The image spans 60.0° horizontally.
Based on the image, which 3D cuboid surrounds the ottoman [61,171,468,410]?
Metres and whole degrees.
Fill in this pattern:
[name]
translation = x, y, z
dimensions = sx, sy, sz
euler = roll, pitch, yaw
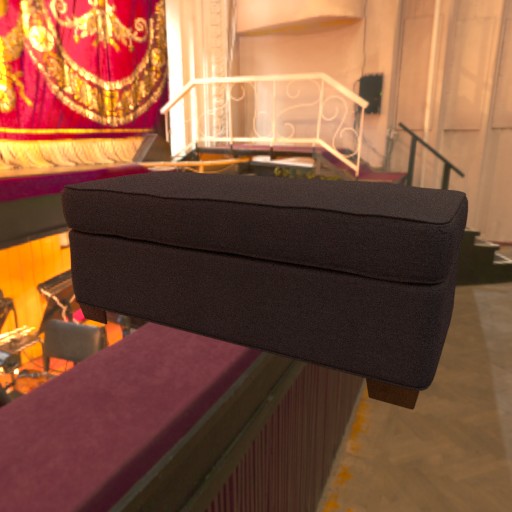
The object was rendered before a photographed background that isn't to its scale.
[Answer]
[ottoman]
translation = 0.000, 0.000, 1.342
dimensions = 1.110, 0.460, 0.515
euler = 8, 18, 27
